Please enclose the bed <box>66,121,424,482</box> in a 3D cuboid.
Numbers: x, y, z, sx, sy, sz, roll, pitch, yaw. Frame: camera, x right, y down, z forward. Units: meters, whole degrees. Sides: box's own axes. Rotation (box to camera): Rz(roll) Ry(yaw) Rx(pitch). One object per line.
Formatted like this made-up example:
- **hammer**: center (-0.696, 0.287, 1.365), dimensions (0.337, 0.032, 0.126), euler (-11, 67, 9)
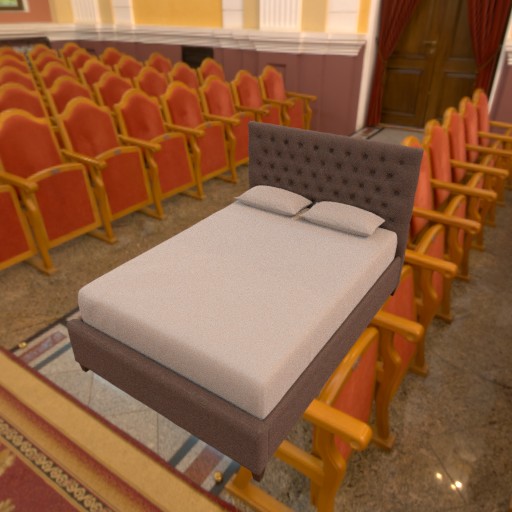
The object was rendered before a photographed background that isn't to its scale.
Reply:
- **bed**: center (0.000, 0.000, 3.459), dimensions (1.698, 1.427, 2.387), euler (19, 35, 29)
